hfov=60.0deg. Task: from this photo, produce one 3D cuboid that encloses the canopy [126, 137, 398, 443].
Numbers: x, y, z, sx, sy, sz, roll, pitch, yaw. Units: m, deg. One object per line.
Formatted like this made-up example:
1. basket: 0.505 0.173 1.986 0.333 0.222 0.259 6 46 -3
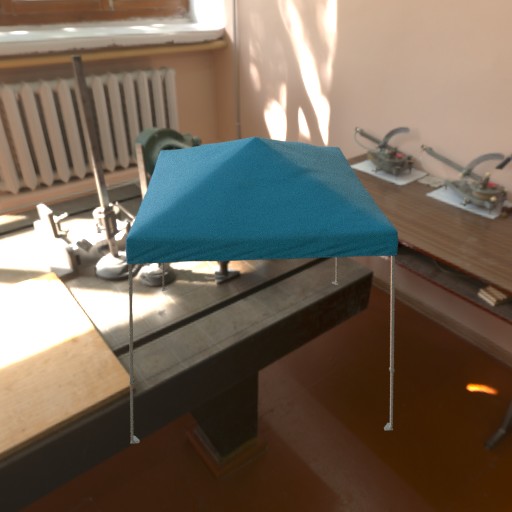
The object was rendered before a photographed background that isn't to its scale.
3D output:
1. canopy: 0.000 0.000 5.267 2.849 2.849 2.848 -2 32 -3
